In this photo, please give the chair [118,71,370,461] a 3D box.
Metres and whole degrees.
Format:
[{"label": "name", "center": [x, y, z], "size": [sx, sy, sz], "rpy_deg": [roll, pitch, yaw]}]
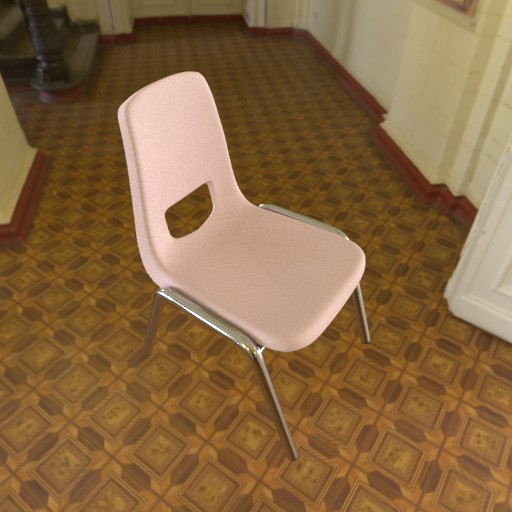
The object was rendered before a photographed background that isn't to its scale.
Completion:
[{"label": "chair", "center": [0.000, 0.000, 0.843], "size": [0.423, 0.586, 0.354], "rpy_deg": [25, 47, 25]}]
